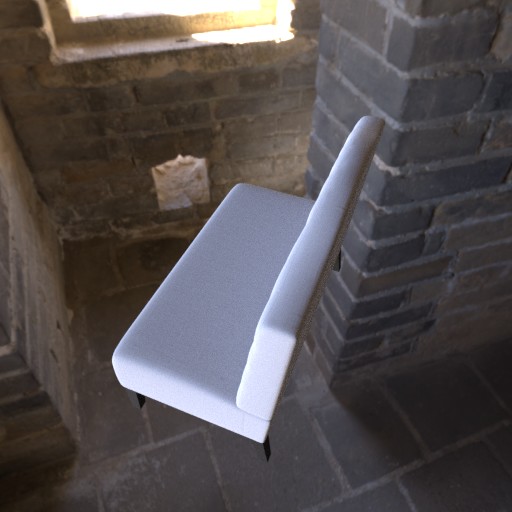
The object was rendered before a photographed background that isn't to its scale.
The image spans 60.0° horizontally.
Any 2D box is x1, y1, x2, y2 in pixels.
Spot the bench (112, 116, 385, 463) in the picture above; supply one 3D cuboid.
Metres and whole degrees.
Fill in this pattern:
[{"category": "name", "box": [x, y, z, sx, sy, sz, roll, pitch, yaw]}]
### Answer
[{"category": "bench", "box": [0.000, 0.000, 2.069, 0.815, 1.180, 1.335, 16, 48, 15]}]
